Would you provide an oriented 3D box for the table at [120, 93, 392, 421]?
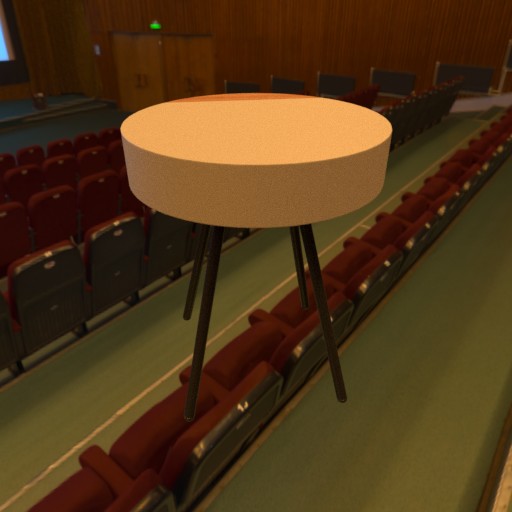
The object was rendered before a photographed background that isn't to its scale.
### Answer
[{"bbox_3d":[0.000,0.000,0.866,0.450,0.525,0.450,0,31,0],"label":"table"}]
